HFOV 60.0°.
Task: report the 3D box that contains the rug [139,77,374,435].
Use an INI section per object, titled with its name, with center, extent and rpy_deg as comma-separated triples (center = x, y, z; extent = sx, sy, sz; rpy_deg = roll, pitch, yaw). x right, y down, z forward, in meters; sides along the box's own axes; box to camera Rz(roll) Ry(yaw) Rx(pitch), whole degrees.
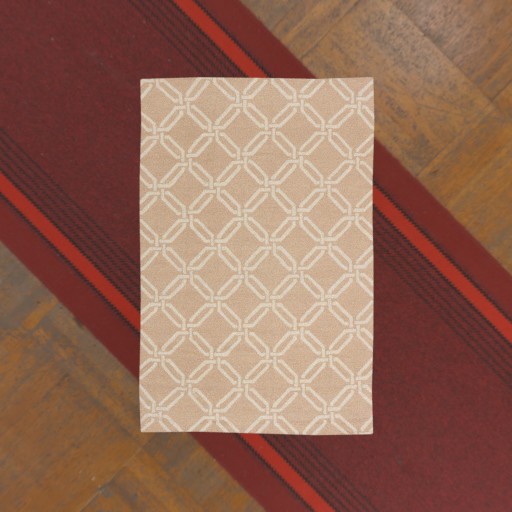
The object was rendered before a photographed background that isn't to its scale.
[rug]
center = 0.000, 0.000, 2.162
extent = 1.146, 0.010, 1.745
rpy_deg = 0, 90, 1
